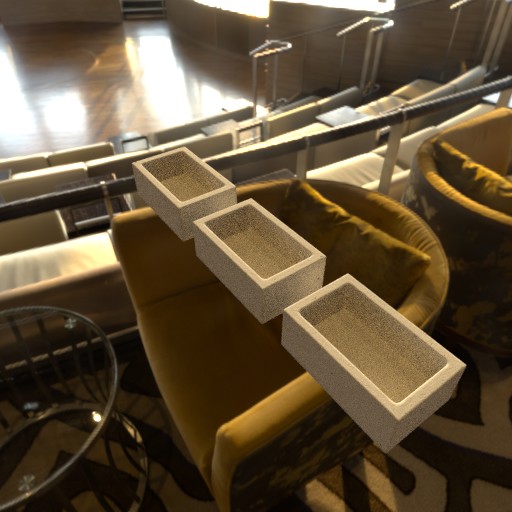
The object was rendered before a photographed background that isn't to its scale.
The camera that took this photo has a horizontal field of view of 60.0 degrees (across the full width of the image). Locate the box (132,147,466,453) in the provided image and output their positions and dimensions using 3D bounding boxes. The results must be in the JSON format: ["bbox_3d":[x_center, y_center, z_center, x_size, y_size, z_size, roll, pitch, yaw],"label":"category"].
[{"bbox_3d":[0.000,0.000,0.493,0.082,0.051,0.461,-25,47,-26],"label":"box"}]
